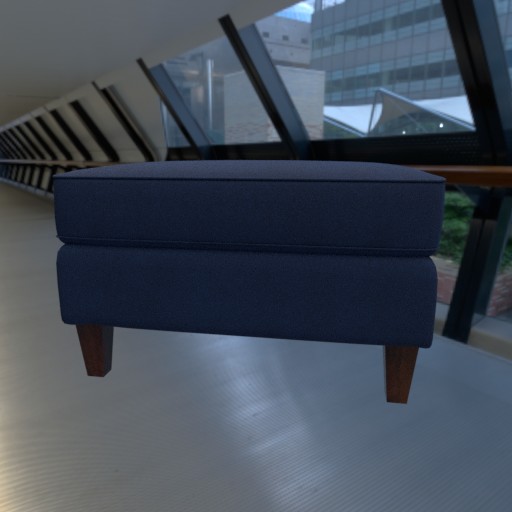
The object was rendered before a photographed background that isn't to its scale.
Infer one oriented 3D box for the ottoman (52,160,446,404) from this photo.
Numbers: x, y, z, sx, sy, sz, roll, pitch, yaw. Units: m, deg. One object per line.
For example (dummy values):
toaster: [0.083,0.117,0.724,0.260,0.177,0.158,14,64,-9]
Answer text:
ottoman: [0.000,0.000,1.389,0.965,0.584,0.686,2,14,9]
